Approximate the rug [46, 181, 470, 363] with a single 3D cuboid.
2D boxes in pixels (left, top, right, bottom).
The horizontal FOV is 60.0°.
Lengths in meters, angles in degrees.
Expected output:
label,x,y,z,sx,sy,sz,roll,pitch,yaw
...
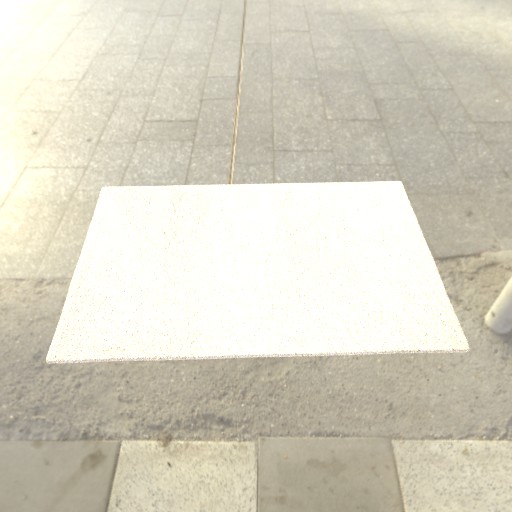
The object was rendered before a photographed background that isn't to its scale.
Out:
label,x,y,z,sx,sy,sz,roll,pitch,yaw
rug,0.000,0.000,3.457,2.743,0.030,1.778,-1,47,-1
